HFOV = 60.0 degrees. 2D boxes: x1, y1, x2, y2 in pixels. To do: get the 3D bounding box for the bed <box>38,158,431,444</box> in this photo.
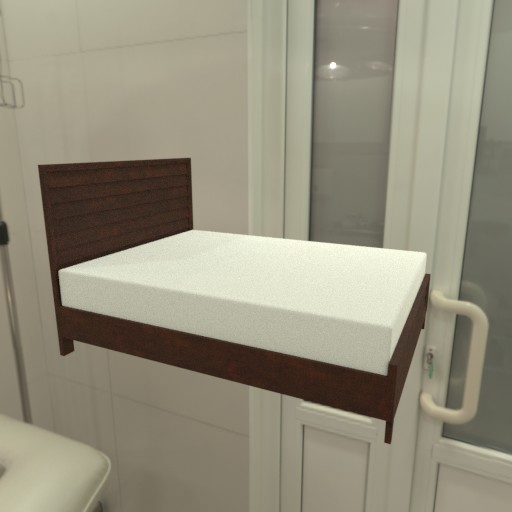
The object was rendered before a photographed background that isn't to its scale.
[{"bbox_3d":[0.000,0.000,3.096,2.184,1.270,1.600,7,16,25],"label":"bed"}]
